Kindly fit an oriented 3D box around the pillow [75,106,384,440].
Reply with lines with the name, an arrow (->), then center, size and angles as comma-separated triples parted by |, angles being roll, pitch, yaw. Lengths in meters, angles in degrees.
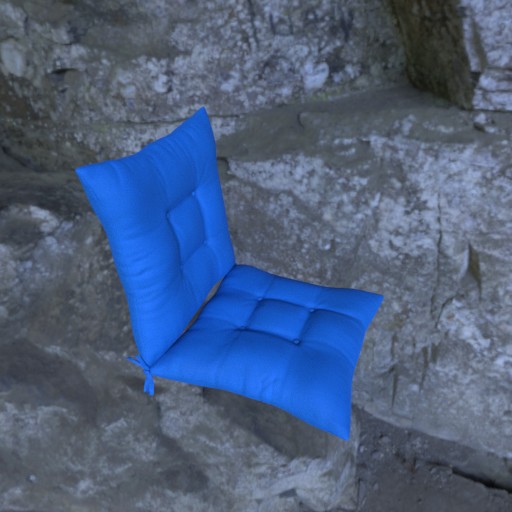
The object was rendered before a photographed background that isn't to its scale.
pillow -> 0.000, 0.000, 1.036 | 0.585, 0.536, 0.541 | 11, 33, 18
